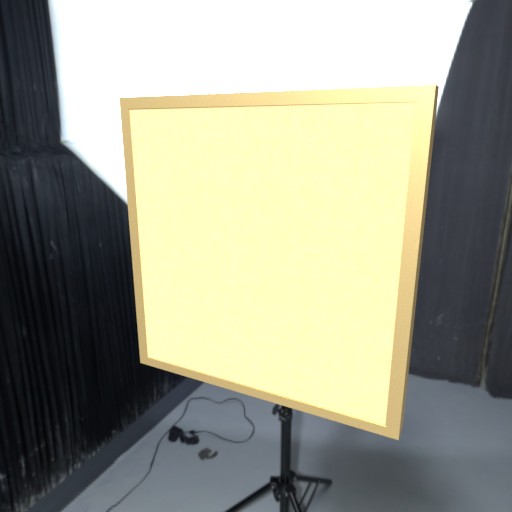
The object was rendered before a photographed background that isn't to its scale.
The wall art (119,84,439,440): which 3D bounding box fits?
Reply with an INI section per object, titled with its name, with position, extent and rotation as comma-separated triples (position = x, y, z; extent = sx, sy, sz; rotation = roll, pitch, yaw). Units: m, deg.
[wall art]
position = 0.000, 0.000, 1.854
extent = 1.284, 1.284, 0.095
rotation = 8, 18, 26
